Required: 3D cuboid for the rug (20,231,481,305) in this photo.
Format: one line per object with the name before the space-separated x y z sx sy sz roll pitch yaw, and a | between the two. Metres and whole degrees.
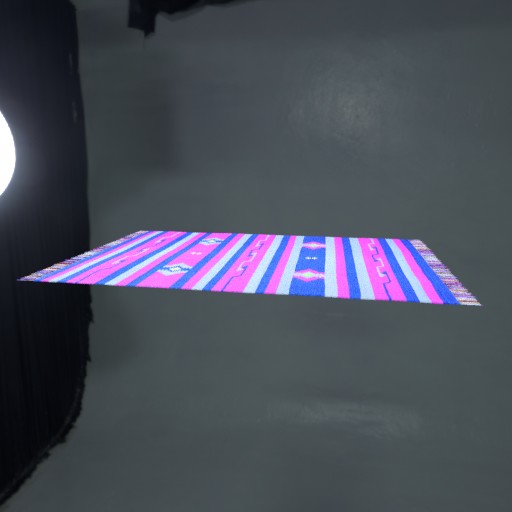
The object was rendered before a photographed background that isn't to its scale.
rug | 0.000 0.000 2.906 2.350 0.013 1.539 2 13 10
